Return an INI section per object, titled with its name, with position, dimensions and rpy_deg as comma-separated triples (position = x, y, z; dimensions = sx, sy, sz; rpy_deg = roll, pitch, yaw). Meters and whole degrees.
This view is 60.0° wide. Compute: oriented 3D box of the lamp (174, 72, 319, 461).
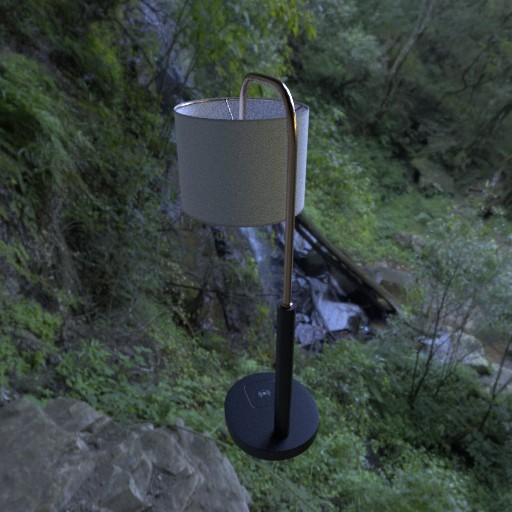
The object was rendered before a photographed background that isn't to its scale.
[lamp]
position = 0.000, 0.000, 0.701
dimensions = 0.199, 0.540, 0.337
rpy_deg = -8, 29, -16
